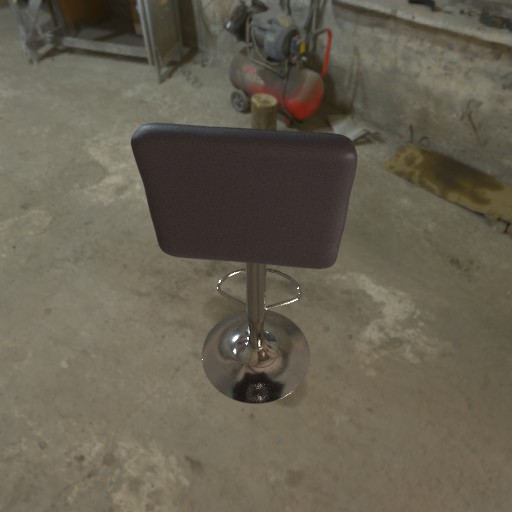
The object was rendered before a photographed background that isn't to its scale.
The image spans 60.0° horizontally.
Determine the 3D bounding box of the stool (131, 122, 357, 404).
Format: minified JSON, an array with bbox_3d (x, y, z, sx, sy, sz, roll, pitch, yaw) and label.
[{"bbox_3d":[0.000,0.000,1.346,0.430,1.115,0.505,5,47,4],"label":"stool"}]
